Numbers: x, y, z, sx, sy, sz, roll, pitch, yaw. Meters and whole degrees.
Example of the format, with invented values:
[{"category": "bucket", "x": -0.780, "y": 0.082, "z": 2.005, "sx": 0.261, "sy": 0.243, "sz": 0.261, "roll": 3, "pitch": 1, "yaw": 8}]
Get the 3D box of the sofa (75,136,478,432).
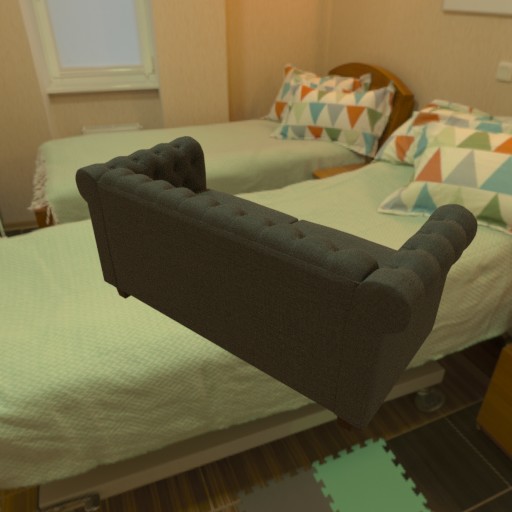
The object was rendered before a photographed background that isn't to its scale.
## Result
[{"category": "sofa", "x": 0.000, "y": 0.000, "z": 2.240, "sx": 1.798, "sy": 0.797, "sz": 0.783, "roll": 22, "pitch": 38, "yaw": 32}]
